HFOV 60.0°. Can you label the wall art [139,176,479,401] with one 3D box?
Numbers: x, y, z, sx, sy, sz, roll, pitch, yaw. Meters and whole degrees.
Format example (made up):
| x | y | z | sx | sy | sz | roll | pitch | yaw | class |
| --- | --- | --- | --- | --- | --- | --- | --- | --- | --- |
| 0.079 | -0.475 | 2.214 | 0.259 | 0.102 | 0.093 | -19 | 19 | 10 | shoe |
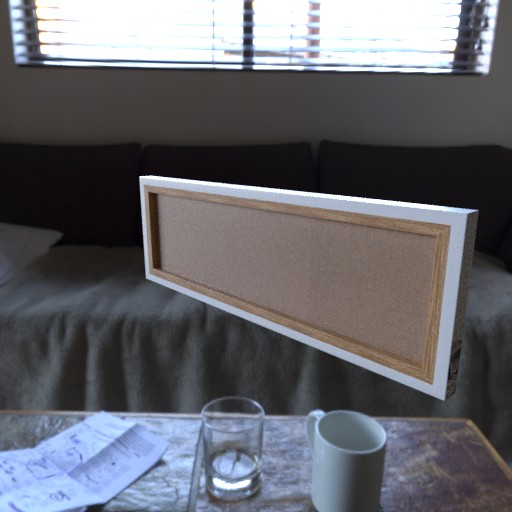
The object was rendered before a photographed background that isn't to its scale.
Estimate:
| x | y | z | sx | sy | sz | roll | pitch | yaw | class |
| --- | --- | --- | --- | --- | --- | --- | --- | --- | --- |
| 0.000 | 0.000 | 0.842 | 0.036 | 0.256 | 0.766 | -14 | 20 | -42 | wall art |
